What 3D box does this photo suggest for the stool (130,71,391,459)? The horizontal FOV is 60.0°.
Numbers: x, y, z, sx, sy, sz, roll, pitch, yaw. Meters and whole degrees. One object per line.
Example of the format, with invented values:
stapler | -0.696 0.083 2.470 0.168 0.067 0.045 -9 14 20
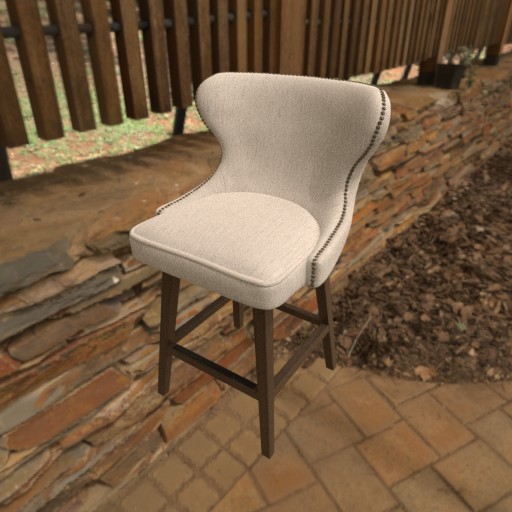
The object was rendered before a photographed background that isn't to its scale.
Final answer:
stool | 0.000 0.000 1.350 0.615 0.972 0.597 19 35 29
